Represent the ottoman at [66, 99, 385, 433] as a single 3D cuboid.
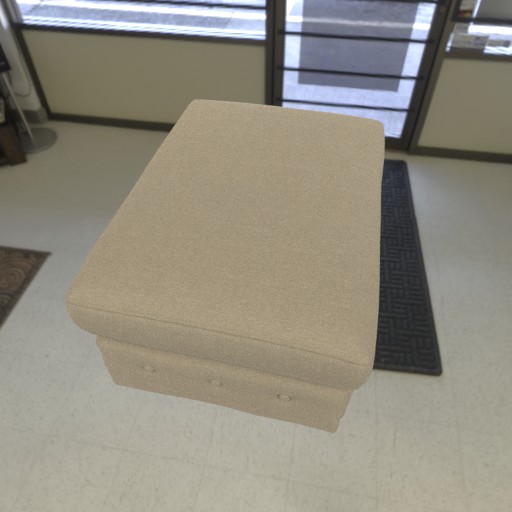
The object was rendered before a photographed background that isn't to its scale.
[{"bbox_3d":[0.000,0.000,1.147,0.569,0.500,0.771,9,48,9],"label":"ottoman"}]
